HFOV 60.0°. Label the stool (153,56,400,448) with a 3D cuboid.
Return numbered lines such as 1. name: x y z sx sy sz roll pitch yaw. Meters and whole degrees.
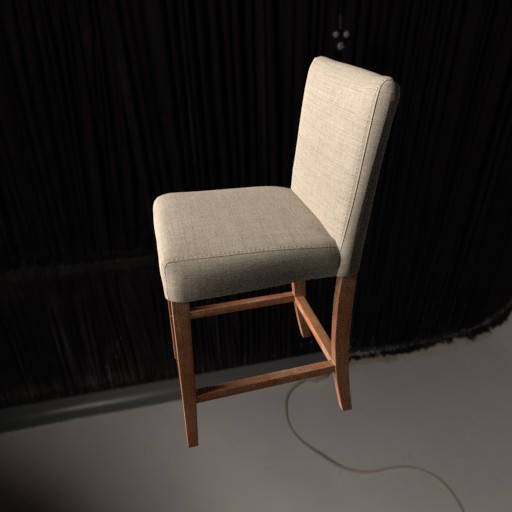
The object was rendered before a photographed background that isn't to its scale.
1. stool: 0.000 0.000 1.322 0.567 1.039 0.454 -8 31 -13
